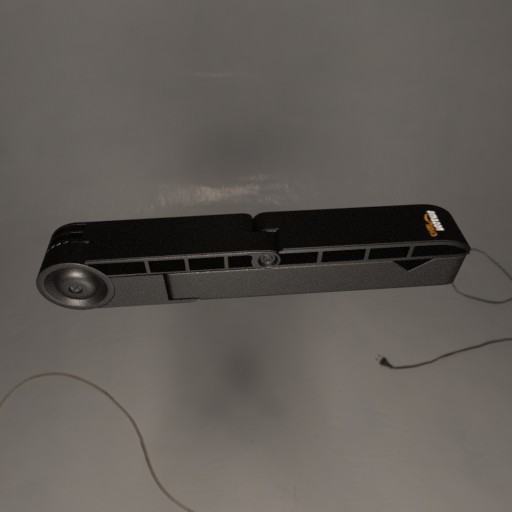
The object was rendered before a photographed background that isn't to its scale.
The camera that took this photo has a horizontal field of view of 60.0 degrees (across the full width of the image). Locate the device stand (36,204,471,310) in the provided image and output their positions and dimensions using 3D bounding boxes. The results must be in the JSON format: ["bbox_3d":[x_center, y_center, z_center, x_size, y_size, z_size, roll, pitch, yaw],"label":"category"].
[{"bbox_3d":[0.000,0.000,0.193,0.179,0.030,0.026,-3,46,-3],"label":"device stand"}]
